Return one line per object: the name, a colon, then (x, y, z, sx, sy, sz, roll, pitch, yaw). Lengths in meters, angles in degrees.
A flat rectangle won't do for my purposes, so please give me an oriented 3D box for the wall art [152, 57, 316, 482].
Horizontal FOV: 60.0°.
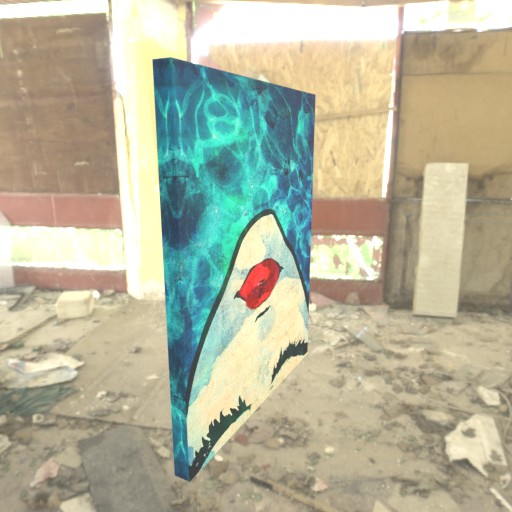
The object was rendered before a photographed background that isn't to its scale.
wall art: (0.000, 0.000, 1.030, 0.038, 0.760, 0.609, 8, 16, 27)
